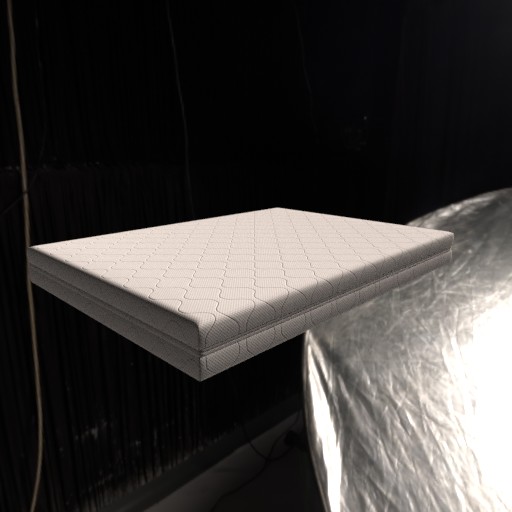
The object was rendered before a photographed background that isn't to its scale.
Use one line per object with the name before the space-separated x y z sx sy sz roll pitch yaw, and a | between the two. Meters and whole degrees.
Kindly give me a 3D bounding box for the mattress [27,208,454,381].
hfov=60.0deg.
mattress | 0.000 0.000 2.439 1.400 0.200 1.900 14 20 43
